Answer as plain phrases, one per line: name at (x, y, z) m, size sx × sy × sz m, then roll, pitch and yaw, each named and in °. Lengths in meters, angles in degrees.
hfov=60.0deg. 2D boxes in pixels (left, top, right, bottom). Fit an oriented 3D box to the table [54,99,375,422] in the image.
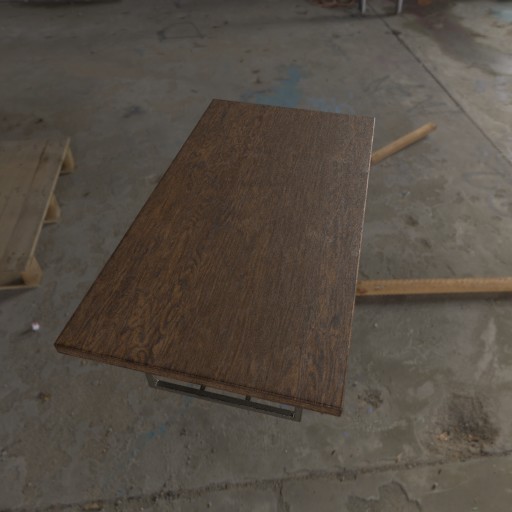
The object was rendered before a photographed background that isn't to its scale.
table at (0.000, 0.000, 2.519) m, size 1.078 × 0.795 × 1.989 m, roll 10°, pitch 47°, yaw 9°
